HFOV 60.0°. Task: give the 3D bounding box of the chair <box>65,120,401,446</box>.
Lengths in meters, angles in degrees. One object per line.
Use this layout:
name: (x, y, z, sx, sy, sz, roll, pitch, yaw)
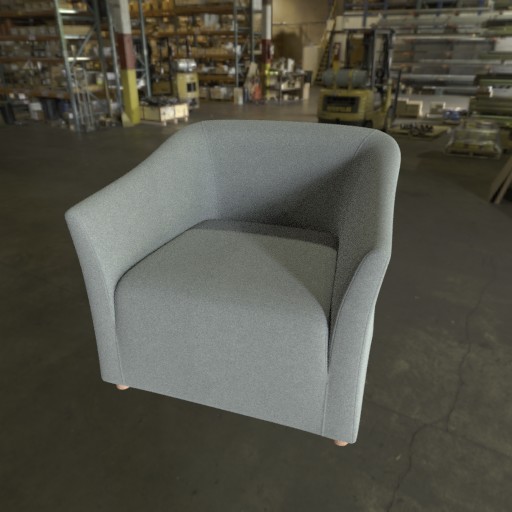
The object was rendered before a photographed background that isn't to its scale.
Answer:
chair: (0.000, 0.000, 1.370, 0.790, 0.720, 0.700, 8, 26, 17)
